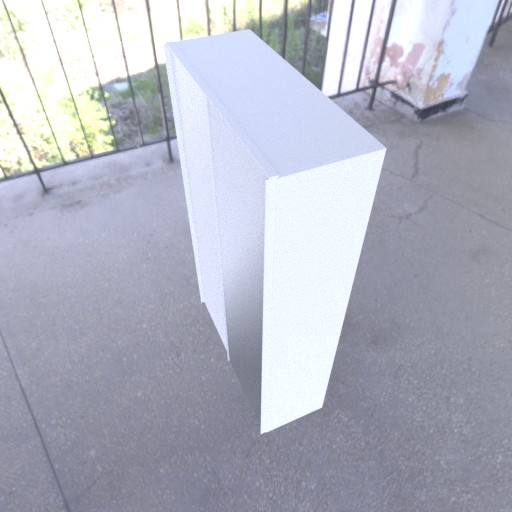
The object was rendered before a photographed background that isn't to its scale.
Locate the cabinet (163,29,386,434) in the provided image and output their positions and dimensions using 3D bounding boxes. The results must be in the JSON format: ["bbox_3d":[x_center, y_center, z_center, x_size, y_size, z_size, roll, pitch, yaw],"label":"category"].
[{"bbox_3d":[0.000,0.000,2.710,0.480,2.160,1.250,-18,49,-16],"label":"cabinet"}]
